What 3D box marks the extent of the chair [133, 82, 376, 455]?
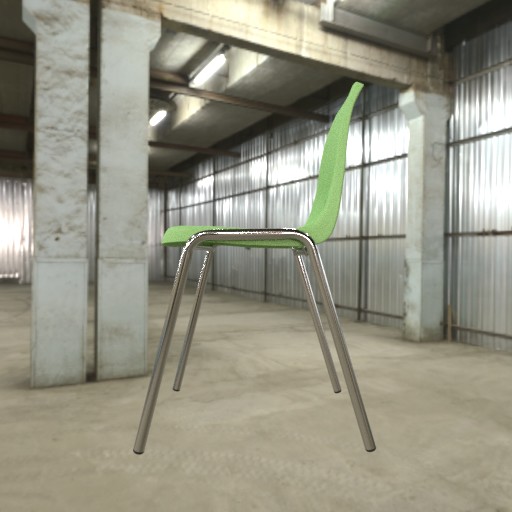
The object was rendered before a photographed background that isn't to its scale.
[{"bbox_3d":[0.000,0.000,0.968,0.436,0.704,0.381,0,0,0],"label":"chair"}]
